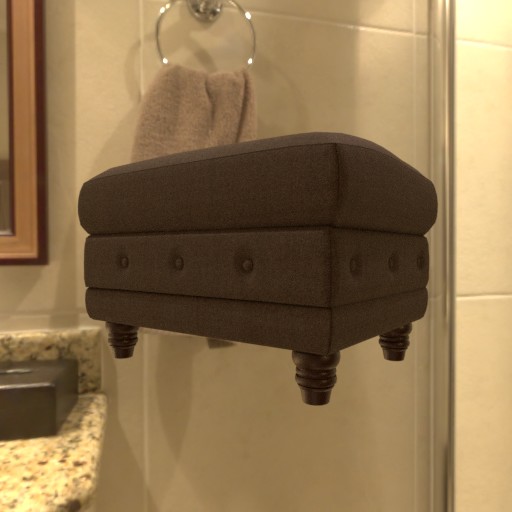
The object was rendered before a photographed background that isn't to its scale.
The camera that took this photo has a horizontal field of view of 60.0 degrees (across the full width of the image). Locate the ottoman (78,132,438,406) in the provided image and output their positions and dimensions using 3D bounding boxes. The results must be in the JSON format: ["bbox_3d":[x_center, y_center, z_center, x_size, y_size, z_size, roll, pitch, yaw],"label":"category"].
[{"bbox_3d":[0.000,0.000,1.211,0.809,0.555,0.599,0,1,37],"label":"ottoman"}]
